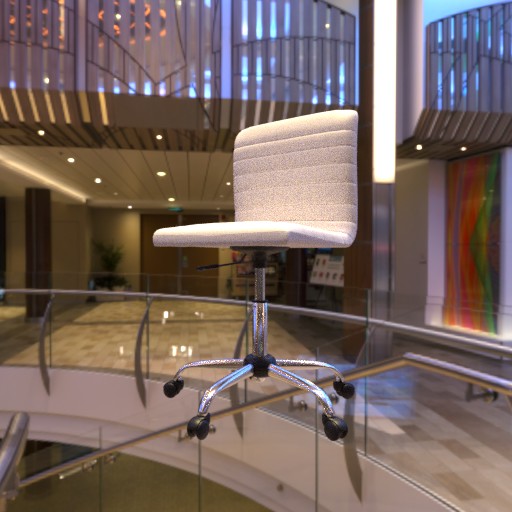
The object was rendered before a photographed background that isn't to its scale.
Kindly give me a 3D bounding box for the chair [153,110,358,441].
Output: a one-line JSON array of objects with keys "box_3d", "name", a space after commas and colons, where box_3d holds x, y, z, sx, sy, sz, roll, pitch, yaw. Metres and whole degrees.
[{"box_3d": [0.000, 0.000, 1.082, 0.520, 0.750, 0.455, 1, 1, 36], "name": "chair"}]
